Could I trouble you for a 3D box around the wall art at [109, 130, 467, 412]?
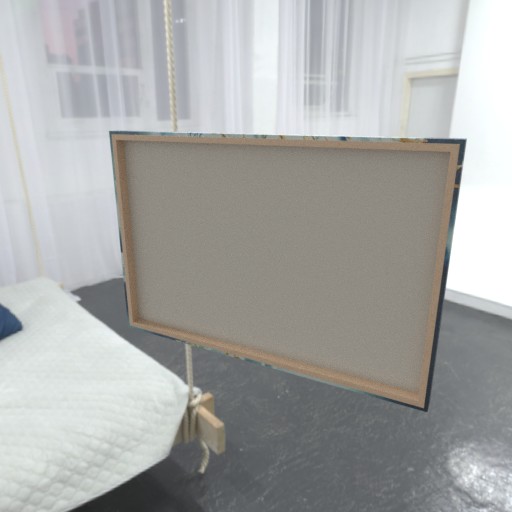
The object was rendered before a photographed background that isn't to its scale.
[{"bbox_3d":[0.000,0.000,1.146,0.912,0.608,0.038,9,20,26],"label":"wall art"}]
